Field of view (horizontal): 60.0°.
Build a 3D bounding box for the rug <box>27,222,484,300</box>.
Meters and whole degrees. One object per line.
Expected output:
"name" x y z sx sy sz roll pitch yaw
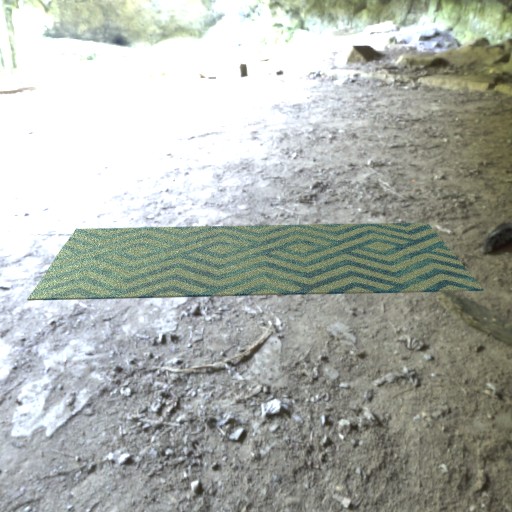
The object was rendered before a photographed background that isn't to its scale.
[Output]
"rug" 0.000 0.000 1.660 1.492 0.007 0.503 -1 31 -2
